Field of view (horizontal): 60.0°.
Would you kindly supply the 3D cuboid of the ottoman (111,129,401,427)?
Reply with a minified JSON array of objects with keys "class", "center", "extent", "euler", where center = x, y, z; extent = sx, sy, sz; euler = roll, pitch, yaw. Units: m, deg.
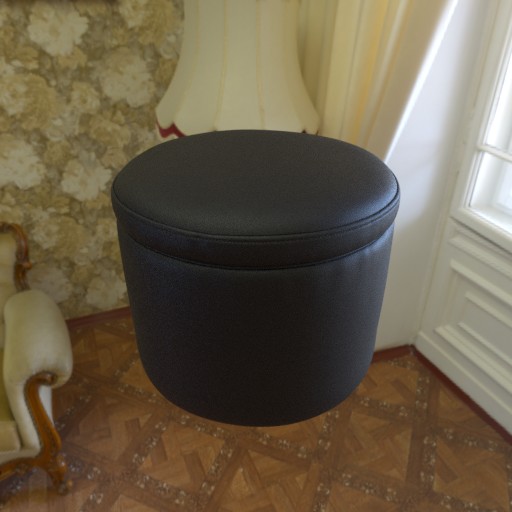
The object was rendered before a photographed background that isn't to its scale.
[{"class":"ottoman","center":[0.000,0.000,0.873],"extent":[0.501,0.409,0.501],"euler":[0,30,0]}]
